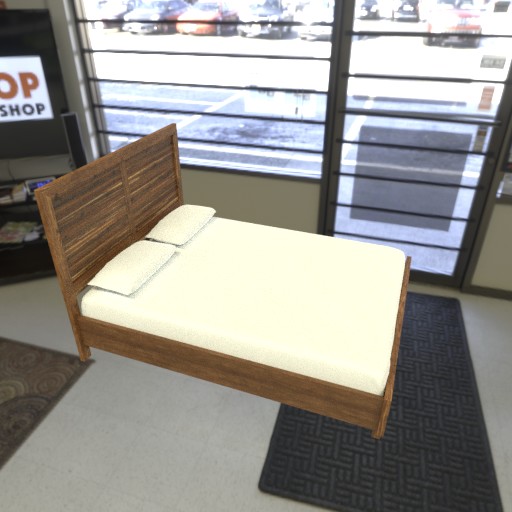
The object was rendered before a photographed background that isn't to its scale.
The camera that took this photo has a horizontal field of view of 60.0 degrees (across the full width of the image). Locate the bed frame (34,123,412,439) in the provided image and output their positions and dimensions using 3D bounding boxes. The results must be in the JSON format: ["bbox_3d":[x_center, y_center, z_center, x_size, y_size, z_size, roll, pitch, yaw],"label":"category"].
[{"bbox_3d":[0.000,0.000,3.414,2.276,1.417,1.696,11,33,17],"label":"bed frame"}]
